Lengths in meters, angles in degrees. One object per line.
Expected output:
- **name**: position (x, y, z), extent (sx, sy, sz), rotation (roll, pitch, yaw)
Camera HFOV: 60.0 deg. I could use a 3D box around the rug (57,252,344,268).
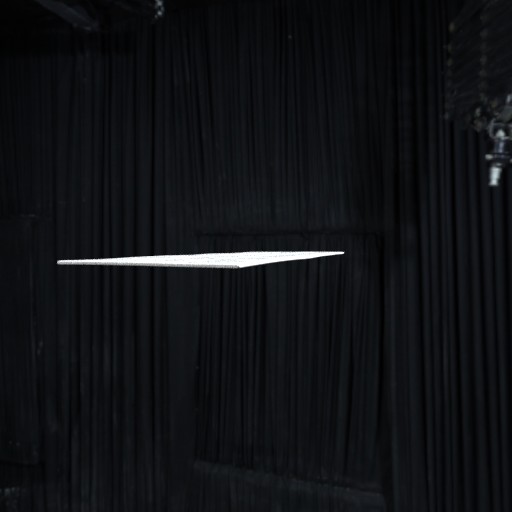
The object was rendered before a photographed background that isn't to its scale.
- **rug**: position (0.000, 0.000, 2.381), extent (0.645, 0.015, 2.182), rotation (0, 1, 19)
